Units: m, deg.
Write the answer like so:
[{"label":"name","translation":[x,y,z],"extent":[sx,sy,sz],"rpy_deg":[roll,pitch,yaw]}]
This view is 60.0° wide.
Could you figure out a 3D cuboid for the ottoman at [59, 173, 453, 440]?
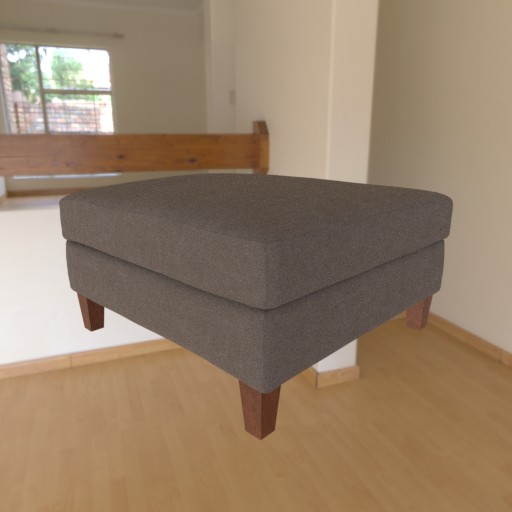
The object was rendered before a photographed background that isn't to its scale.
[{"label":"ottoman","translation":[0.000,0.000,1.389],"extent":[0.881,0.482,0.861],"rpy_deg":[15,21,42]}]
